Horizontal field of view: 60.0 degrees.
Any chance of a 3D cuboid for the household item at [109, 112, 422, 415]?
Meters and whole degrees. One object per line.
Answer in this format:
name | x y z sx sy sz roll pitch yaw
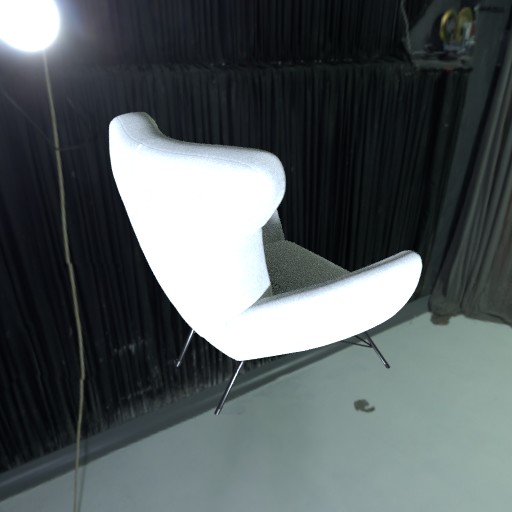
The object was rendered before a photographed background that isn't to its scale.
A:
household item | 0.000 0.000 1.756 0.900 1.050 0.980 -19 32 -32
